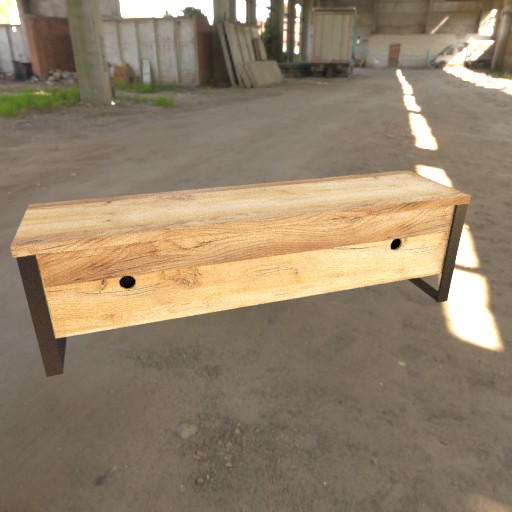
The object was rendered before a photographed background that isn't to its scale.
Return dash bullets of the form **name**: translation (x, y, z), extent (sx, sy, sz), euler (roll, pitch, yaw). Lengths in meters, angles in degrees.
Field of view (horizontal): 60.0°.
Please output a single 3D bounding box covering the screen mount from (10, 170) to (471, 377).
- **screen mount**: translation (0.000, 0.000, 1.676), extent (1.524, 0.450, 0.395), euler (-8, 26, -16)
